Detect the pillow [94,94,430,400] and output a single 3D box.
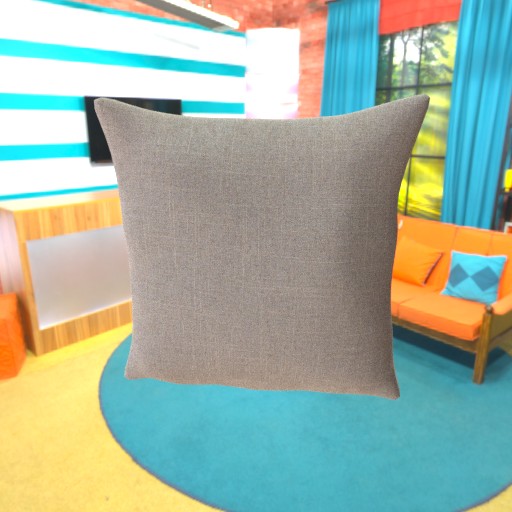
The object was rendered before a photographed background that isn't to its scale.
[{"bbox_3d":[0.000,0.000,0.633,0.435,0.432,0.138,2,16,7],"label":"pillow"}]
